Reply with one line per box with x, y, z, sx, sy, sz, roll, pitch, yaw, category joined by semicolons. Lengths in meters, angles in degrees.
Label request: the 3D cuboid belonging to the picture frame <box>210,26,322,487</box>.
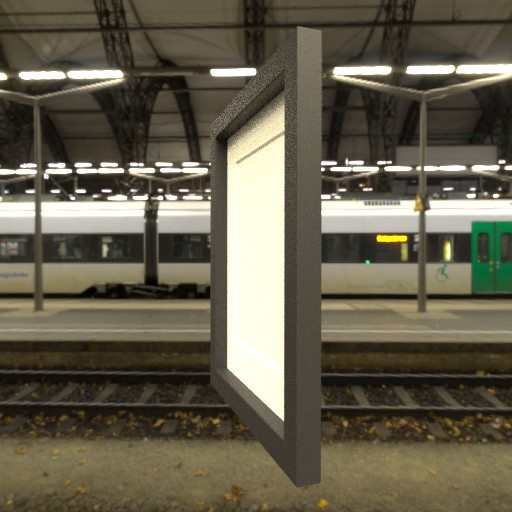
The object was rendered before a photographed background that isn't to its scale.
0.000;0.000;0.518;0.036;0.383;0.307;0;1;-19;picture frame
